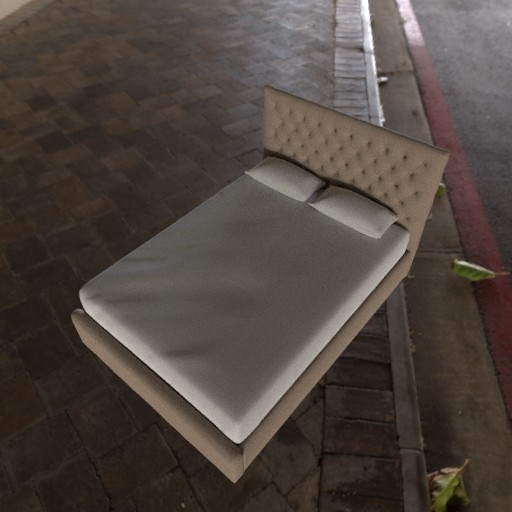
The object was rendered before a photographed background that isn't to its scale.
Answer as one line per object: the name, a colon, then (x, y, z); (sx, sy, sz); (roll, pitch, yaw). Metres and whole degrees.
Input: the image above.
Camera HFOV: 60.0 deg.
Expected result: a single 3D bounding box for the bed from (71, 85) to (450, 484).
bed: (0.000, 0.000, 3.405); (1.698, 1.427, 2.387); (31, 53, 27)
